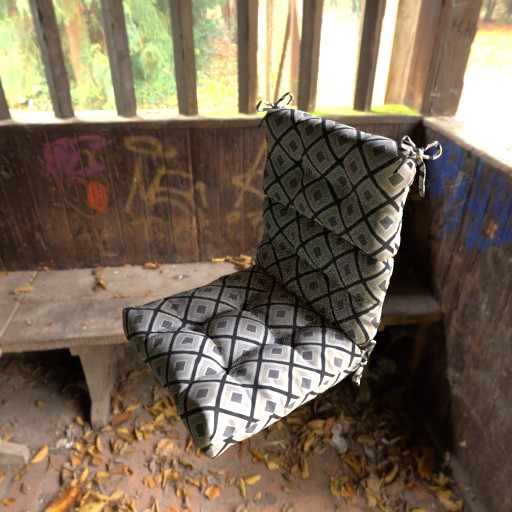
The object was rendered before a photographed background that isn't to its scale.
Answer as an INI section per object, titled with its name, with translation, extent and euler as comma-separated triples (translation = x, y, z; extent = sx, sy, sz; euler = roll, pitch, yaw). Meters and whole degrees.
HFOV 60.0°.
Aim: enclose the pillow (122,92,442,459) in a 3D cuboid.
[pillow]
translation = 0.000, 0.000, 1.043
extent = 0.571, 0.605, 0.519
euler = -20, 37, -29
